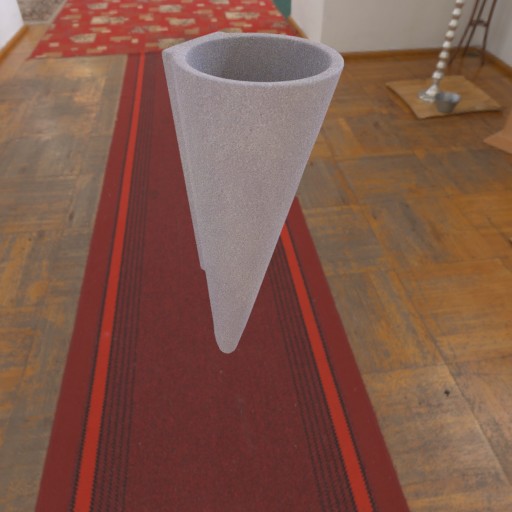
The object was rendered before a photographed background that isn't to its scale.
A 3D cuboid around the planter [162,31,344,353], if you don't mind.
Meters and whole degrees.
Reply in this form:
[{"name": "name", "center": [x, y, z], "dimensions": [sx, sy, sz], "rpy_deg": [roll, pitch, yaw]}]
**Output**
[{"name": "planter", "center": [0.000, 0.000, 0.300], "dimensions": [0.087, 0.259, 0.078], "rpy_deg": [26, 47, 27]}]
